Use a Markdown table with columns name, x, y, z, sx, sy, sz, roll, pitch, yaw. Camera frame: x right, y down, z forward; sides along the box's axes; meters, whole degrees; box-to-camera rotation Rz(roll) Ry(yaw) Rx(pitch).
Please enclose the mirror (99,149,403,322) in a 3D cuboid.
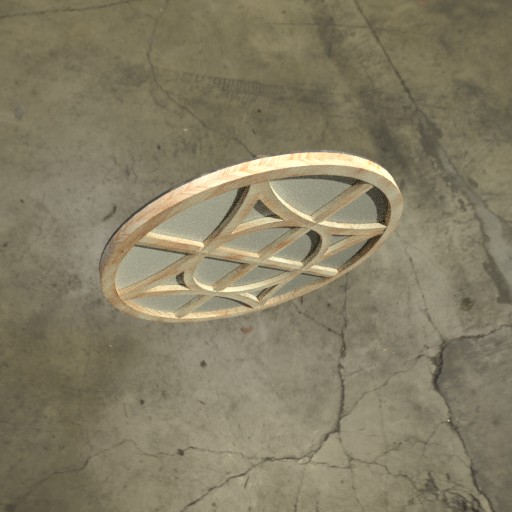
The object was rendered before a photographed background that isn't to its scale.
| name | x | y | z | sx | sy | sz | roll | pitch | yaw |
| --- | --- | --- | --- | --- | --- | --- | --- | --- | --- |
| mirror | 0.000 | 0.000 | 1.062 | 0.710 | 0.710 | 0.038 | -14 | 65 | -7 |
